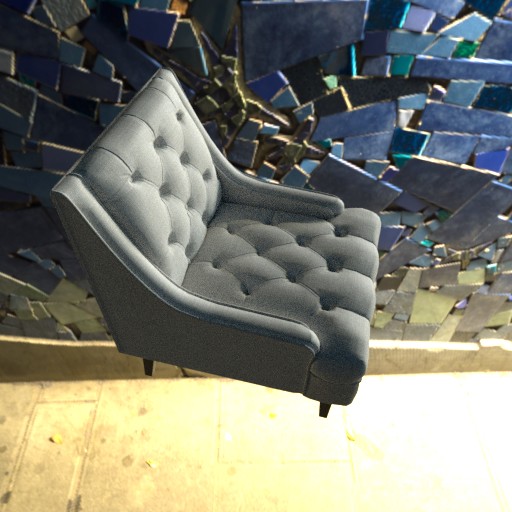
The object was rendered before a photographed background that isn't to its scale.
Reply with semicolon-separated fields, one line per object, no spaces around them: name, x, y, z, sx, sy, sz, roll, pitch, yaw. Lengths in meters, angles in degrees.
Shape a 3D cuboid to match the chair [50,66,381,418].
chair;0.000;0.000;1.415;0.772;0.891;0.658;10;48;9
